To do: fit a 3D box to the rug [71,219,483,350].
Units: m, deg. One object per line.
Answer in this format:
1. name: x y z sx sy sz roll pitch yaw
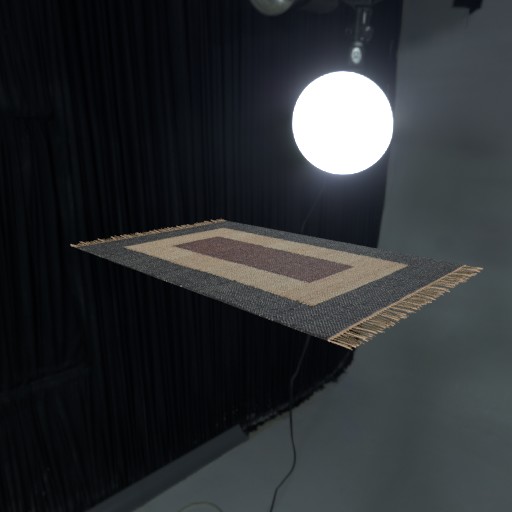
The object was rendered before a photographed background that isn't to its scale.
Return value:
1. rug: 0.000 0.000 2.474 2.021 0.027 1.224 14 20 42
